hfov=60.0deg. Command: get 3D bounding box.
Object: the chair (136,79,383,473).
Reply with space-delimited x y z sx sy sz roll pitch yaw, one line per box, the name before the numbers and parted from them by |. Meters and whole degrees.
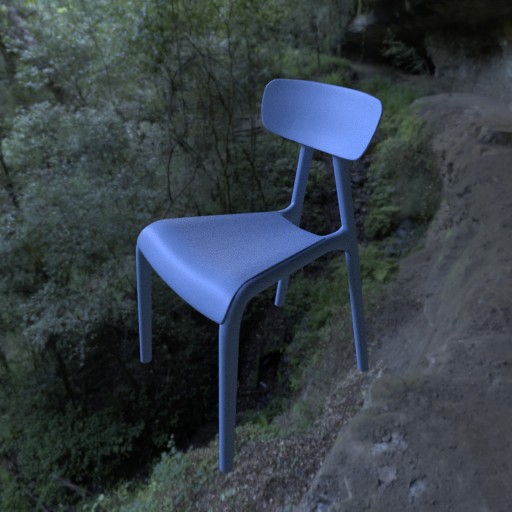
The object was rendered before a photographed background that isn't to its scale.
chair | 0.000 0.000 0.847 0.401 0.580 0.356 -21 37 -31
